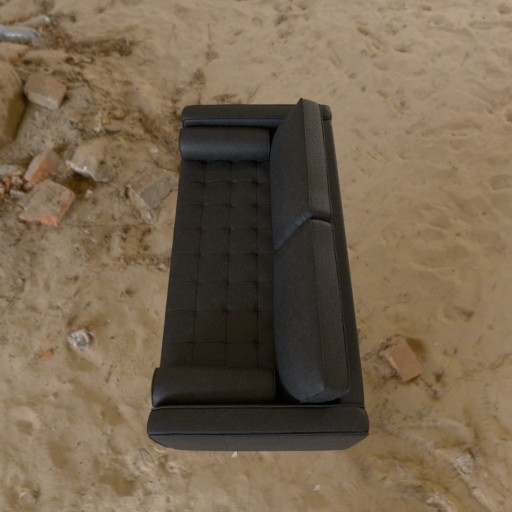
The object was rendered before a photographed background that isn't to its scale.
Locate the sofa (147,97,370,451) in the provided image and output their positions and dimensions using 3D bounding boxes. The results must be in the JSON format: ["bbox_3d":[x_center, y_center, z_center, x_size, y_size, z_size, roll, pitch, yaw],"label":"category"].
[{"bbox_3d":[0.000,0.000,2.361,0.921,0.770,1.879,0,61,0],"label":"sofa"}]
